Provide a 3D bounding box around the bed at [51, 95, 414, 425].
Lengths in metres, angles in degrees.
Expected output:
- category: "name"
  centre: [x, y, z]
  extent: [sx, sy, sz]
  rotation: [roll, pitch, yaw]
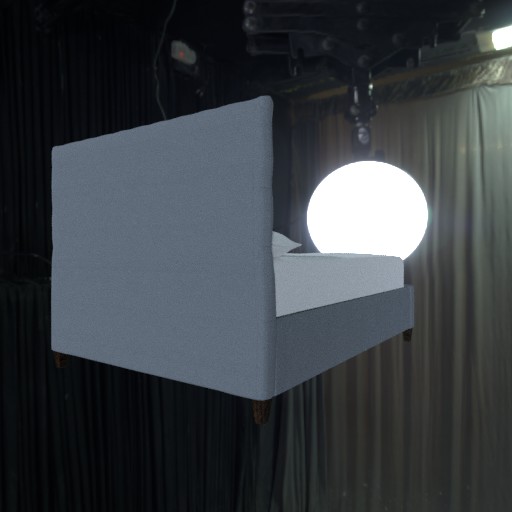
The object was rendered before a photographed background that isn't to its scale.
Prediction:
- category: "bed"
  centre: [0.000, 0.000, 3.270]
  extent: [1.698, 1.427, 2.231]
  rotation: [1, 1, 36]
